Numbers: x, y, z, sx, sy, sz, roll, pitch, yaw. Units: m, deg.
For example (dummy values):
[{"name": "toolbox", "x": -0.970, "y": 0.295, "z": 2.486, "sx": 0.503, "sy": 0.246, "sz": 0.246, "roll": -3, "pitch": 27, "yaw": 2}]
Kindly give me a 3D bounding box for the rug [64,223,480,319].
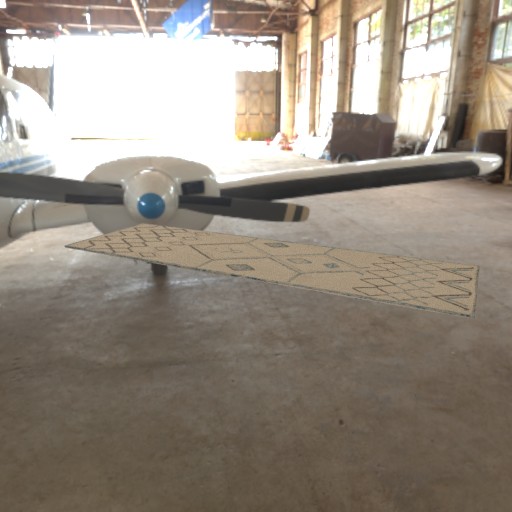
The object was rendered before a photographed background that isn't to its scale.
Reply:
[{"name": "rug", "x": 0.000, "y": 0.000, "z": 2.699, "sx": 2.434, "sy": 0.013, "sz": 0.770, "roll": 8, "pitch": 19, "yaw": 26}]
